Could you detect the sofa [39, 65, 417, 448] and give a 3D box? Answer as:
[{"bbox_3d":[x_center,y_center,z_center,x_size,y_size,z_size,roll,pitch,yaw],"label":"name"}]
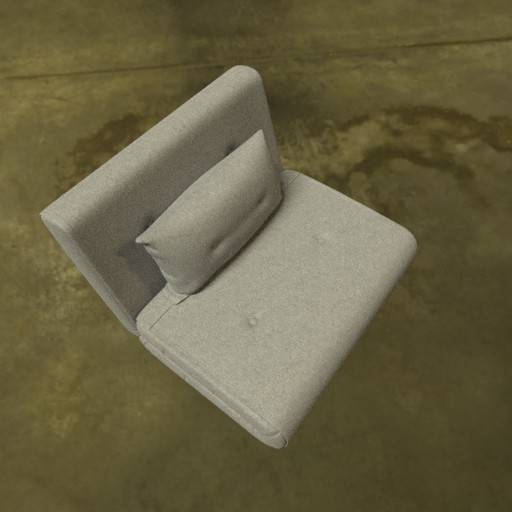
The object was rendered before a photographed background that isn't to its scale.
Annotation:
[{"bbox_3d":[0.000,0.000,1.765,1.000,0.825,1.020,33,62,20],"label":"sofa"}]
